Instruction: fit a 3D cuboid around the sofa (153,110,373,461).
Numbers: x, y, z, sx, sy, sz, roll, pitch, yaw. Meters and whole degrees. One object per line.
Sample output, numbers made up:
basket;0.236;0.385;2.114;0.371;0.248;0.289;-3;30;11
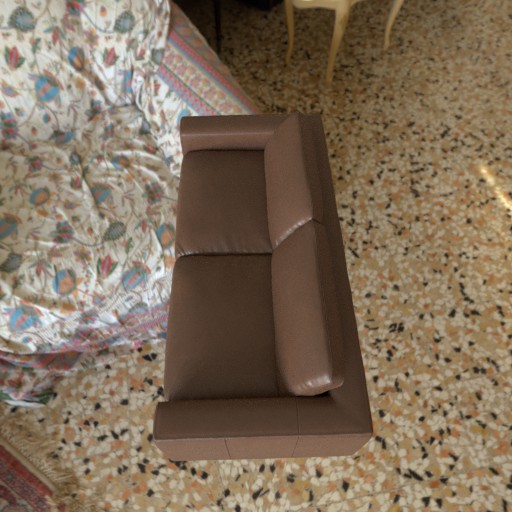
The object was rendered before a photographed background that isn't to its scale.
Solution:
sofa;0.000;0.000;2.801;1.070;0.801;2.262;-2;57;-1
